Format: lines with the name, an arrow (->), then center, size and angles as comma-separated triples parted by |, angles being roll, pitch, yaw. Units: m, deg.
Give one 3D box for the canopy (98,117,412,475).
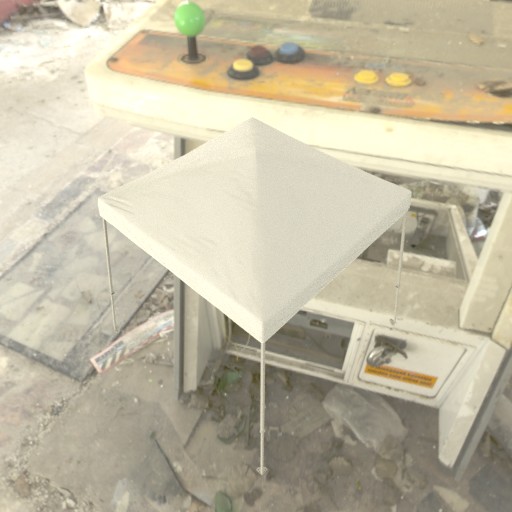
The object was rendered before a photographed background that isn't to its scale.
canopy -> 0.000, 0.000, 6.707 | 3.600, 3.600, 3.599 | 34, 54, 29
